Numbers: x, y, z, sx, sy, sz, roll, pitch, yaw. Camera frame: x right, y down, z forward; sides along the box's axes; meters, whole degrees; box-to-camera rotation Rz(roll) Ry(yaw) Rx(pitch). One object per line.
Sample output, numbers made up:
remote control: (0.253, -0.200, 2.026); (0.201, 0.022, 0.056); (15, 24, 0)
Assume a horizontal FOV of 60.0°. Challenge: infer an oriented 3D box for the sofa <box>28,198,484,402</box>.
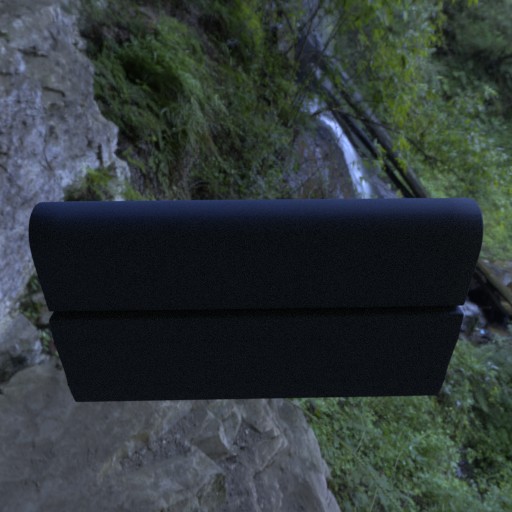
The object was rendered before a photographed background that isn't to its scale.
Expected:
sofa: (0.000, 0.000, 1.605); (1.219, 0.660, 0.762); (-1, 31, -1)
